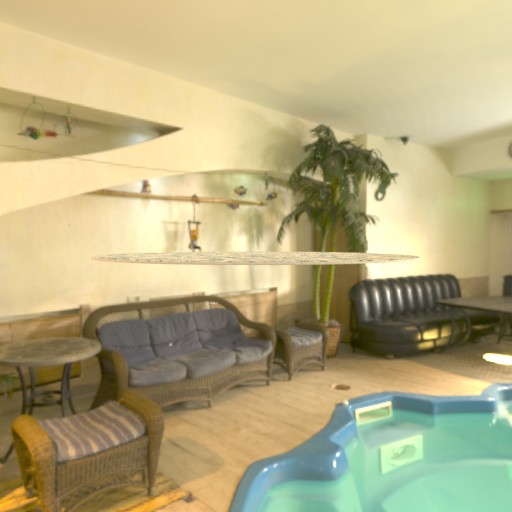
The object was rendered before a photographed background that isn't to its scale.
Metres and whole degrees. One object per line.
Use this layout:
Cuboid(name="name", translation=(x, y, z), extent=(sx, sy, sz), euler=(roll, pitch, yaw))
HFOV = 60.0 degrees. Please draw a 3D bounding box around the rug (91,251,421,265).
Cuboid(name="rug", translation=(0.000, 0.000, 2.283), extent=(1.593, 0.012, 1.593), euler=(0, 2, 0))
